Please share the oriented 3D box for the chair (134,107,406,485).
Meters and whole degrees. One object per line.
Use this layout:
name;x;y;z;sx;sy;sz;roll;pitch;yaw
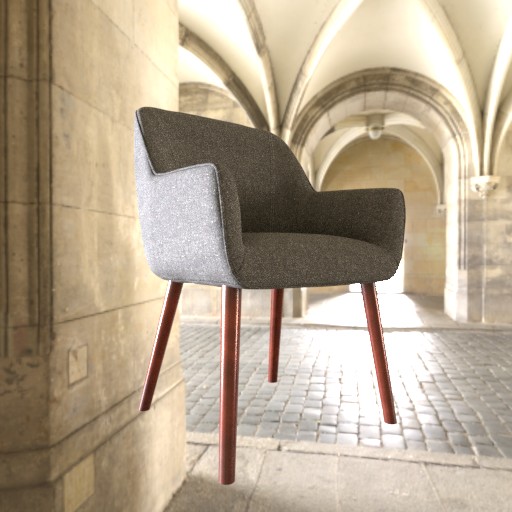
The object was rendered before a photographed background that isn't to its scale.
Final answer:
chair;0.000;0.000;1.118;0.543;0.803;0.519;0;0;-36
